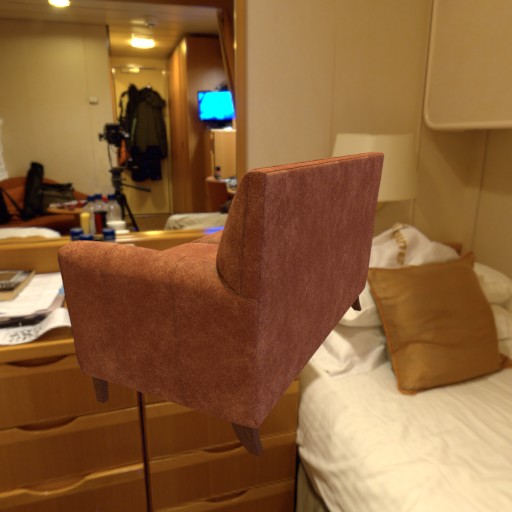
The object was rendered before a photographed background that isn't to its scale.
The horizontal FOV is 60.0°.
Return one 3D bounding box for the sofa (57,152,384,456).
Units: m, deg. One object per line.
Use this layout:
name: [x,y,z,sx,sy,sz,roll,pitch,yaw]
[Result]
sofa: [0.000,0.000,1.964,0.787,0.871,1.473,7,17,25]
